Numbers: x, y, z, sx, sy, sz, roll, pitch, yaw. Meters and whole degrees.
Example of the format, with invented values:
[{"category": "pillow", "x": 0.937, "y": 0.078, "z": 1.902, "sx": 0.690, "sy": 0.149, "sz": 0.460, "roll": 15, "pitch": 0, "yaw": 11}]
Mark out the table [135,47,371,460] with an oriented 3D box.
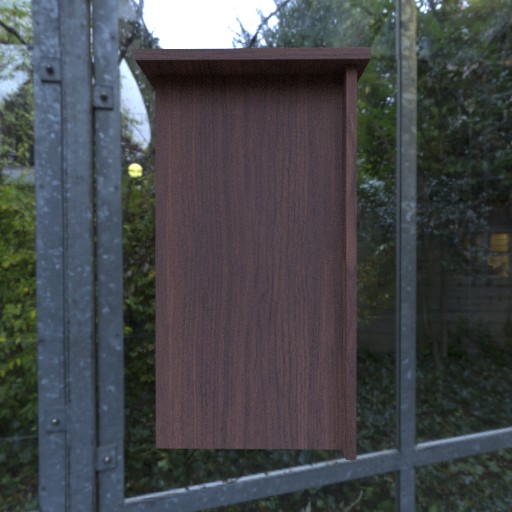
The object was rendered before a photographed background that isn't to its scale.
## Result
[{"category": "table", "x": 0.000, "y": 0.000, "z": 1.050, "sx": 0.406, "sy": 0.711, "sz": 0.589, "roll": 0, "pitch": 0, "yaw": 1}]
